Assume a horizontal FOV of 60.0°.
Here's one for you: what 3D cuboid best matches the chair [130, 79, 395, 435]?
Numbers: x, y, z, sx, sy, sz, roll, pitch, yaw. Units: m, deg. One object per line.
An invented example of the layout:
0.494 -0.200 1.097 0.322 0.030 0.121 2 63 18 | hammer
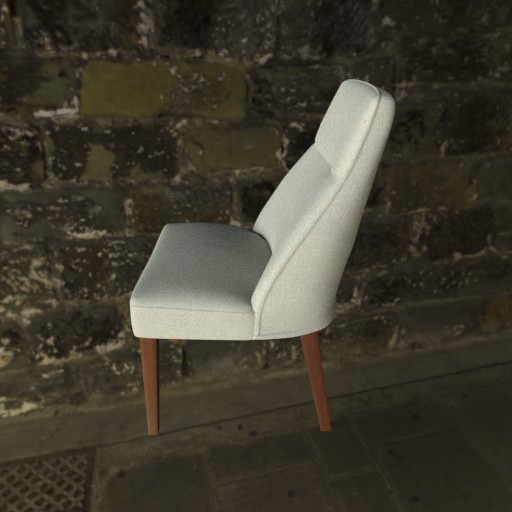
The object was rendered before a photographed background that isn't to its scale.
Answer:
0.000 0.000 1.273 0.620 0.930 0.500 0 26 0 | chair
